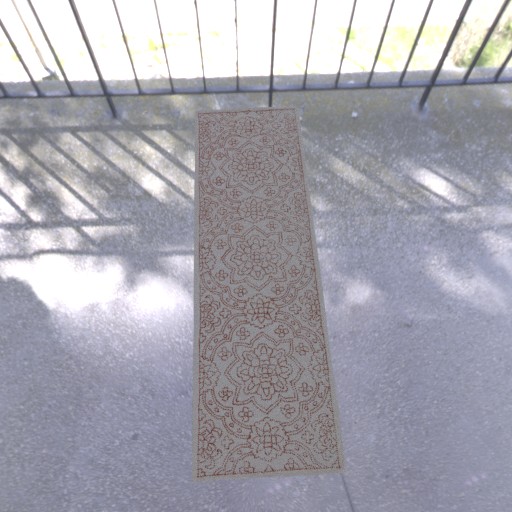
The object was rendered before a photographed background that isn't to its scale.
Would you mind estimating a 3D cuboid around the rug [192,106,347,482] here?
[{"bbox_3d":[0.000,0.000,2.731,0.769,0.012,2.448,-3,63,-1],"label":"rug"}]
